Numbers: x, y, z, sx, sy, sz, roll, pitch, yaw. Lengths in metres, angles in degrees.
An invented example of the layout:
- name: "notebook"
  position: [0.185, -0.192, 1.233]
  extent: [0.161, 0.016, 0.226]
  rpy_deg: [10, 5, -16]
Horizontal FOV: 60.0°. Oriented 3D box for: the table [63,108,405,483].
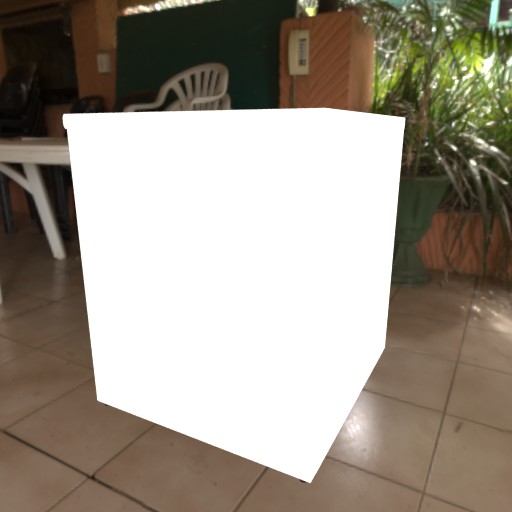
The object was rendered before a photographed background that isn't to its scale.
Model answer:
- name: "table"
  position: [0.000, 0.000, 0.764]
  extent: [0.380, 0.460, 0.420]
  rpy_deg: [8, 18, 27]
